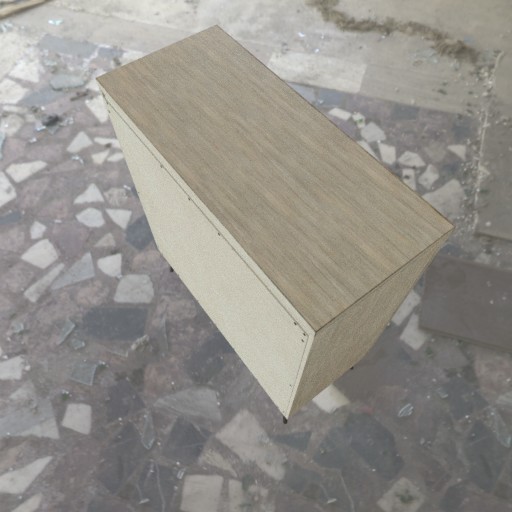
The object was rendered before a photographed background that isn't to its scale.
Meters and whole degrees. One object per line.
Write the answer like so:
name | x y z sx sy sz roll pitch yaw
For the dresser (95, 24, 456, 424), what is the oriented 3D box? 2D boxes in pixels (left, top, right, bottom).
dresser | 0.000 0.000 1.730 0.457 1.219 1.016 -33 65 -18
